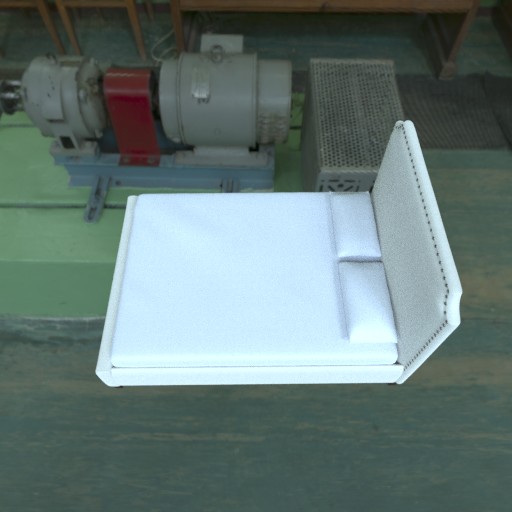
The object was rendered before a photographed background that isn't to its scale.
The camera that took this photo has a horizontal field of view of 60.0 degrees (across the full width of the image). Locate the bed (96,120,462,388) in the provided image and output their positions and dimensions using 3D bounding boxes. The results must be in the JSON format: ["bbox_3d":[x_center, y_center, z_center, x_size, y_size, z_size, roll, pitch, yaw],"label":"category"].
[{"bbox_3d":[0.000,0.000,3.463,2.372,1.443,1.712,-1,58,0],"label":"bed"}]
